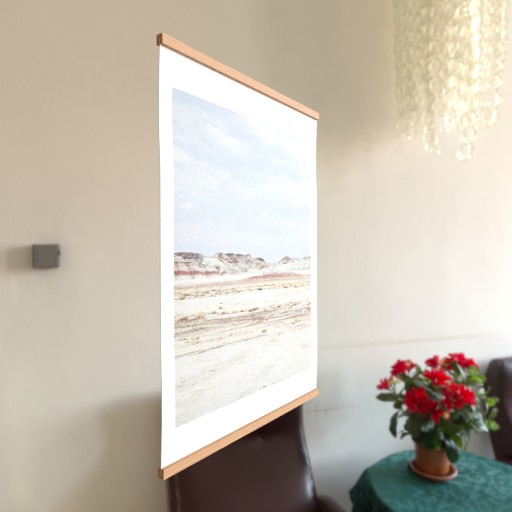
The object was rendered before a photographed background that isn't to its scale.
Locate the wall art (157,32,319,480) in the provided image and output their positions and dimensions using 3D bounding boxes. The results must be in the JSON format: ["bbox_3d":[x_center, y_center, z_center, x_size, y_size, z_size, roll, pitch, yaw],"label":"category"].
[{"bbox_3d":[0.000,0.000,1.309,0.020,1.016,0.739,1,1,36],"label":"wall art"}]
